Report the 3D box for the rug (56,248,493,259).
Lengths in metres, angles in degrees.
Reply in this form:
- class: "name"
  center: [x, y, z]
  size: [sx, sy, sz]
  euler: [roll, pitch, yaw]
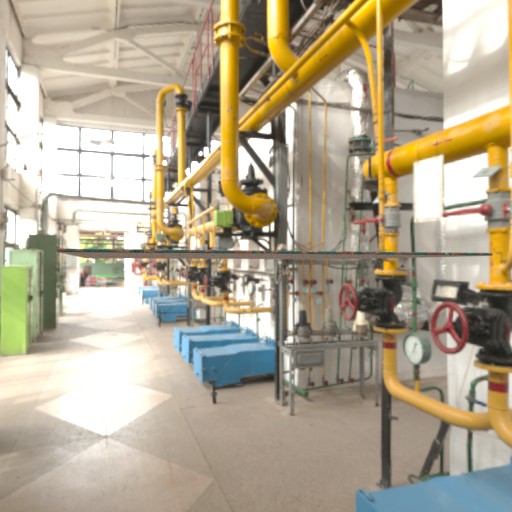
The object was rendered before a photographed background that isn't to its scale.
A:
- class: "rug"
  center: [0.000, 0.000, 4.210]
  size: [3.204, 0.025, 2.434]
  euler: [0, -1, -18]
